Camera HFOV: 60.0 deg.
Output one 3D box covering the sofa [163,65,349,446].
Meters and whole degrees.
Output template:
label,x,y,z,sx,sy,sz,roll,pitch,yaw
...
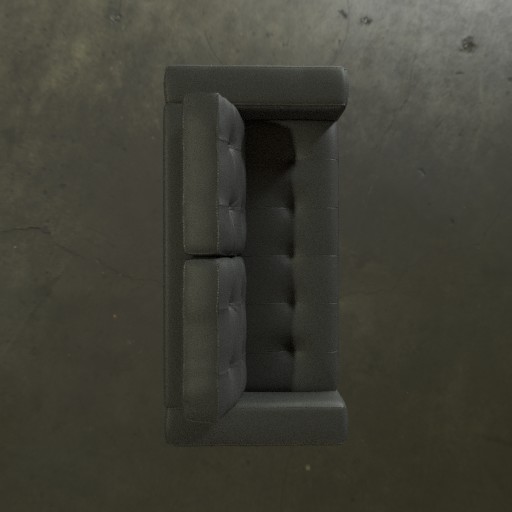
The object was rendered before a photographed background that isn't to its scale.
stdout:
label,x,y,z,sx,sy,sz,roll,pitch,yaw
sofa,0.000,0.000,2.155,0.833,0.893,1.726,0,90,-1
